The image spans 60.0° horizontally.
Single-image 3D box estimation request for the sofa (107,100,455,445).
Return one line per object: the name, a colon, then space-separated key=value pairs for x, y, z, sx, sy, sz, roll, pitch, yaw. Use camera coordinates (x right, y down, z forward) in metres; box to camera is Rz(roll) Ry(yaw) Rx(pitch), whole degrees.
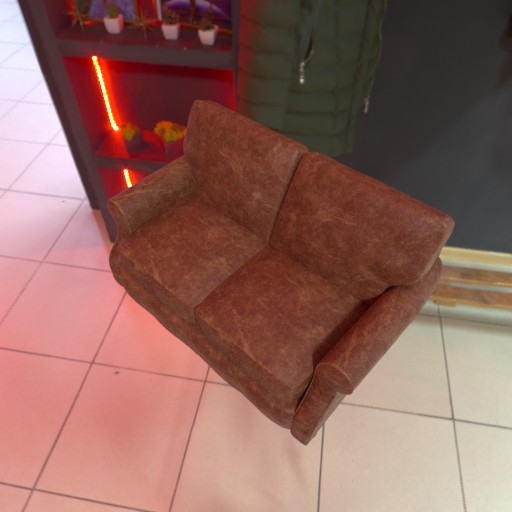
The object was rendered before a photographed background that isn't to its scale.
sofa: x=0.000 y=0.000 z=2.281 sx=1.616 sy=0.967 sz=0.990 roll=34 pitch=56 yaw=27
